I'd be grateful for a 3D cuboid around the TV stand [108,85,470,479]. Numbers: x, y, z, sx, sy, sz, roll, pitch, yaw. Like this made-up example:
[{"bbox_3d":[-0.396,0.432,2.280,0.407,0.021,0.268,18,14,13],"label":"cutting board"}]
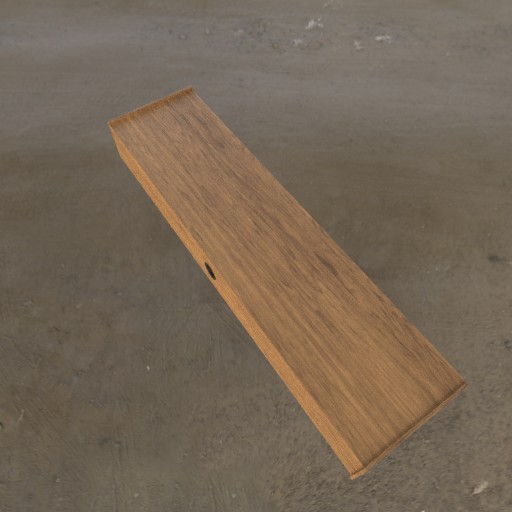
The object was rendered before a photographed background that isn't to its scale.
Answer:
[{"bbox_3d":[0.000,0.000,1.927,0.467,0.415,1.796,-31,63,-17],"label":"TV stand"}]
